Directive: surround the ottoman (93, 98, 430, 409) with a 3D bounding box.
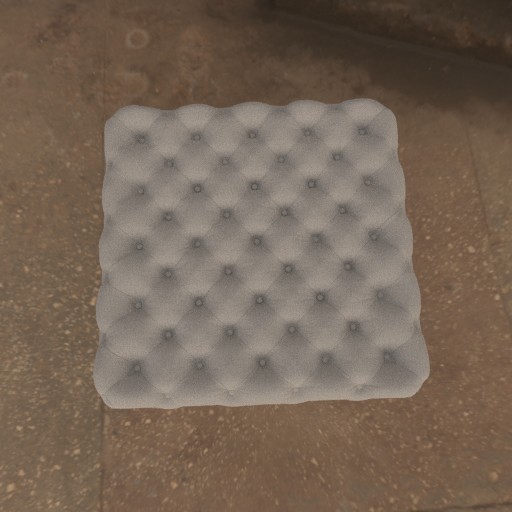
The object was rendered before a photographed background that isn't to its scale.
[{"bbox_3d":[0.000,0.000,1.439,0.917,0.439,0.911,-2,76,-1],"label":"ottoman"}]
